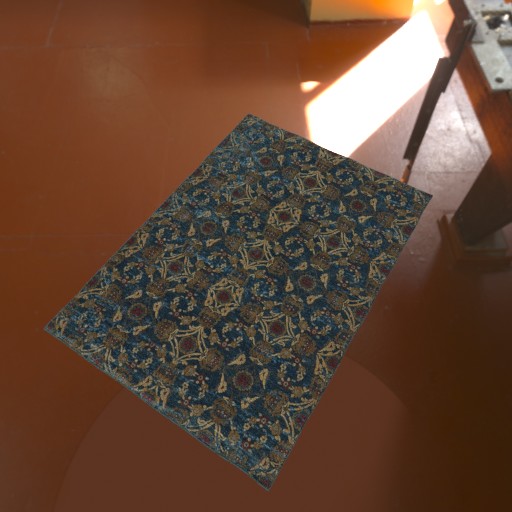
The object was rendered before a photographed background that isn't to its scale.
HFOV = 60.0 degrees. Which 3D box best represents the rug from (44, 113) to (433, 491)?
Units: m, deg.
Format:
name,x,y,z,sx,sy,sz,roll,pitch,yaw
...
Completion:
name,x,y,z,sx,sy,sz,roll,pitch,yaw
rug,0.000,0.000,4.293,2.337,0.013,3.291,29,63,16
